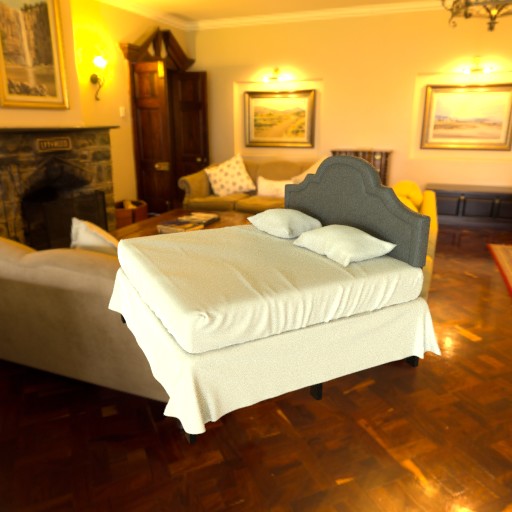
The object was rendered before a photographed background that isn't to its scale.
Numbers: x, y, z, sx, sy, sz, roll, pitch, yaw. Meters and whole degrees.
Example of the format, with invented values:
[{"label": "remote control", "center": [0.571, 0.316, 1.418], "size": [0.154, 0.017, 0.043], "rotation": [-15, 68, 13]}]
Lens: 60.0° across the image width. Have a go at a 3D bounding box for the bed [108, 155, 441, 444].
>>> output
[{"label": "bed", "center": [0.000, 0.000, 3.814], "size": [2.222, 1.631, 2.303], "rotation": [-9, 19, -27]}]
